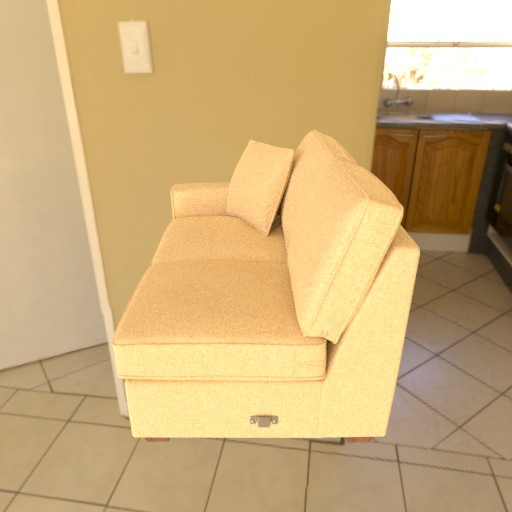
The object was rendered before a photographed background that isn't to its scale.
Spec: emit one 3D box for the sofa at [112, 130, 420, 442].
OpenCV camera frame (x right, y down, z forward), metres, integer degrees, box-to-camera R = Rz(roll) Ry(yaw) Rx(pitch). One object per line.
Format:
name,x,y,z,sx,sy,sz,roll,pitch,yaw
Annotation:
sofa,0.000,0.000,2.066,0.991,0.989,1.388,0,25,0
